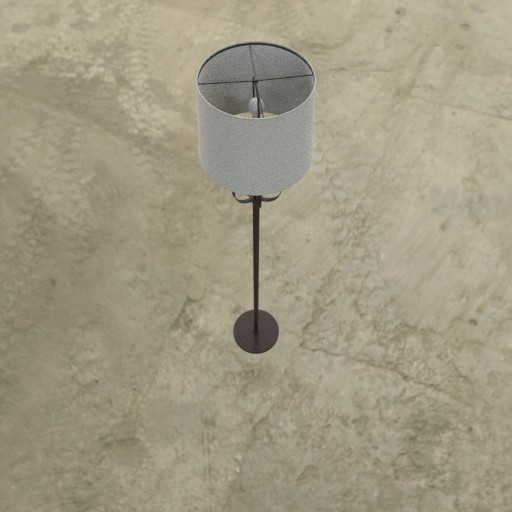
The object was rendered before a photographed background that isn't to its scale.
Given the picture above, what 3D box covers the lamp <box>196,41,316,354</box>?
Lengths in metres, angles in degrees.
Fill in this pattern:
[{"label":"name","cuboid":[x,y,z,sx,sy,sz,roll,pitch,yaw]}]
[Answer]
[{"label":"lamp","cuboid":[0.000,0.000,1.558,0.286,1.462,0.286,-33,65,-18]}]
